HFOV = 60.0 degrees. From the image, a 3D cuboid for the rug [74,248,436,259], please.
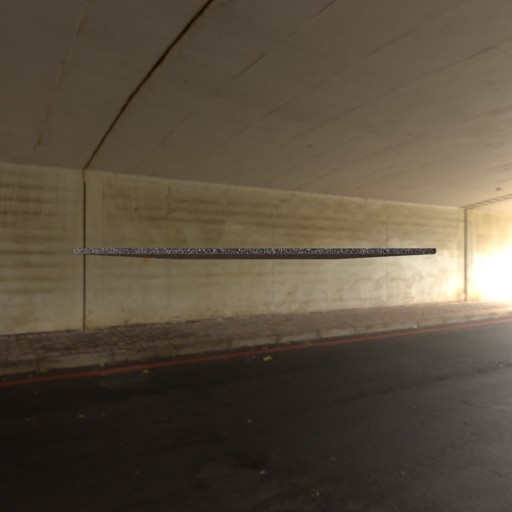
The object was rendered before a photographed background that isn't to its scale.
[{"bbox_3d":[0.000,0.000,2.994,1.502,0.025,2.350,0,-1,0],"label":"rug"}]
